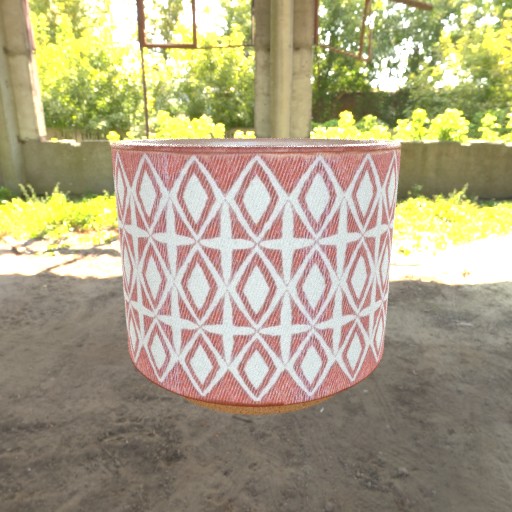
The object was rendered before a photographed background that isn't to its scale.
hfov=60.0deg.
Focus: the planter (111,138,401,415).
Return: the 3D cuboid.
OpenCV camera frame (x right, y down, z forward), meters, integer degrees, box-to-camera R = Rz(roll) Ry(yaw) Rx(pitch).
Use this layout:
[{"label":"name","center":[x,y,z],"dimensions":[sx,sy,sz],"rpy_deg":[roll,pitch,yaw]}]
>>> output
[{"label":"planter","center":[0.000,0.000,0.470],"dimensions":[0.273,0.237,0.273],"rpy_deg":[0,16,0]}]
